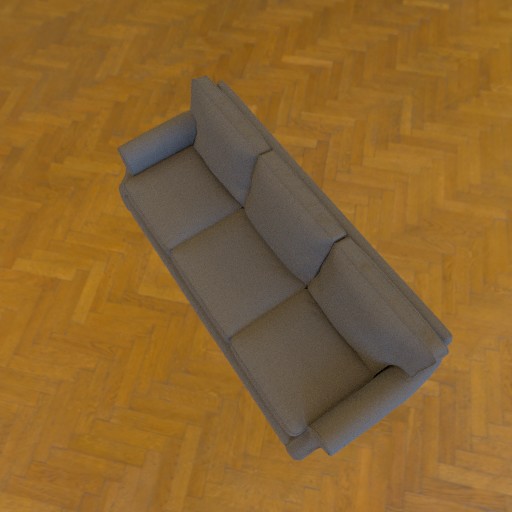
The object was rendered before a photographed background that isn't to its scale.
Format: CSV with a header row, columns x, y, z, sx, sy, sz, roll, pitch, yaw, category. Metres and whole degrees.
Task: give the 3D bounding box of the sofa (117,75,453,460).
x,y,z,sx,sy,sz,roll,pitch,yaw,category
0.000,0.000,2.793,0.966,0.948,2.353,-32,68,-14,sofa
